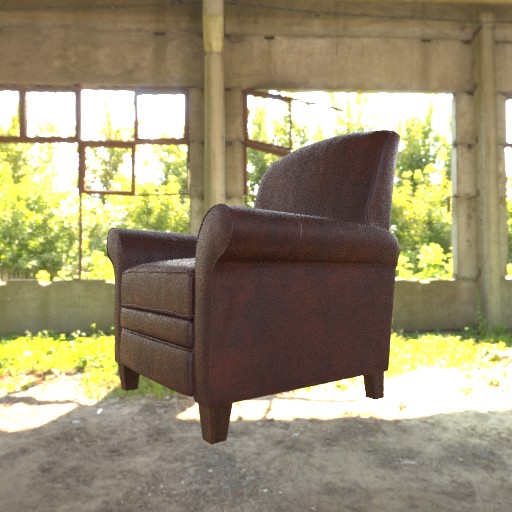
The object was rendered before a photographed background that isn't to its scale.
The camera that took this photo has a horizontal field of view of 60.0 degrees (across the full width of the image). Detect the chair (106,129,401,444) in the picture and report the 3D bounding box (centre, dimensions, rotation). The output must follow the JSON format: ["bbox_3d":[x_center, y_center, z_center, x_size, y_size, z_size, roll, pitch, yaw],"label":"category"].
[{"bbox_3d":[0.000,0.000,1.752,0.902,1.061,0.978,1,-2,-36],"label":"chair"}]
